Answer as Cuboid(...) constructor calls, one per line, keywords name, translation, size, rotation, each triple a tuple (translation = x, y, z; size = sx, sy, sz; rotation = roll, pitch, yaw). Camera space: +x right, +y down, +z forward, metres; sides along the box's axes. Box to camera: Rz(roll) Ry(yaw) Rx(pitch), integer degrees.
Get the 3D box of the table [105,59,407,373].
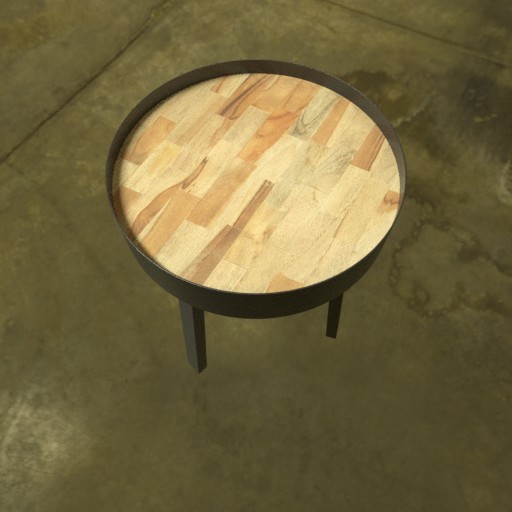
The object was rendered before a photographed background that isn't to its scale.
Cuboid(name="table", translation=(0.000, 0.000, 0.850), size=(0.406, 0.559, 0.406), rotation=(0, 61, 0))
